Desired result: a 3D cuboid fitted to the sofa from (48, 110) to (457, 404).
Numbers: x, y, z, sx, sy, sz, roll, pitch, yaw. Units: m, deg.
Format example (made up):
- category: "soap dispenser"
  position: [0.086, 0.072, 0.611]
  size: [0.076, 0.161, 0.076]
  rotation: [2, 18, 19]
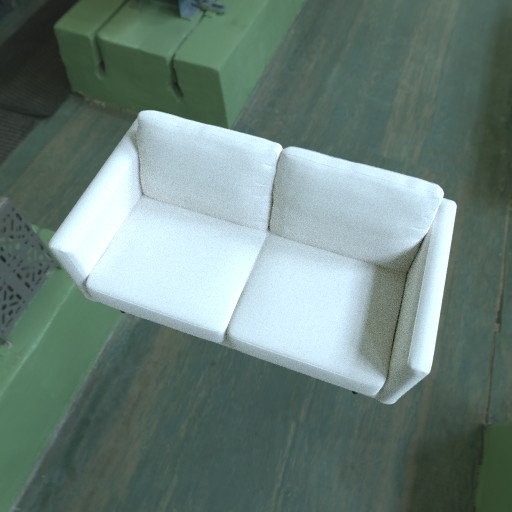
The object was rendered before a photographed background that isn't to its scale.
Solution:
- category: "sofa"
  position: [0.000, 0.000, 2.245]
  size: [1.713, 0.893, 0.940]
  rotation: [17, 61, 10]
